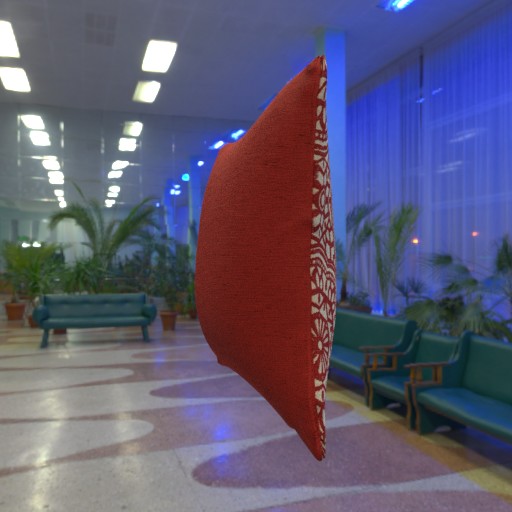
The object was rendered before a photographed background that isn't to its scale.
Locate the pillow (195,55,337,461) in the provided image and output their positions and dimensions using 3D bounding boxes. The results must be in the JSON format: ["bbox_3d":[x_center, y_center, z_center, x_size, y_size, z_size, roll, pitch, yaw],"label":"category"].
[{"bbox_3d":[0.000,0.000,0.660,0.162,0.419,0.438,0,0,-18],"label":"pillow"}]
